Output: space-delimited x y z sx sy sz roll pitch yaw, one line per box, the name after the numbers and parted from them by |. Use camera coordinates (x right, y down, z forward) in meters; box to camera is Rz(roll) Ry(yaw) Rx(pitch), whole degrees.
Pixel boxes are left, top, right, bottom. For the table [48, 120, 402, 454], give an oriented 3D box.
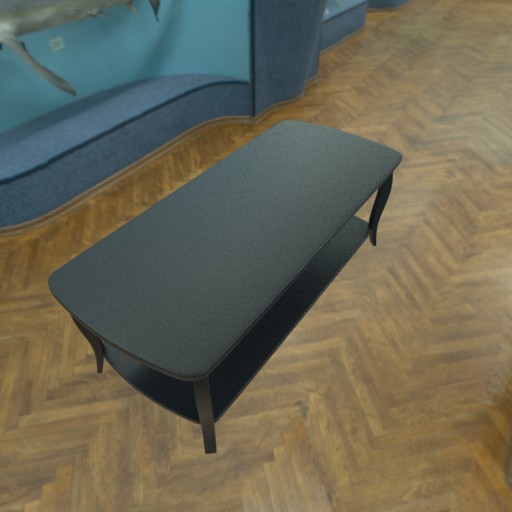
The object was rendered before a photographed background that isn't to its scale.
0.000 0.000 1.643 0.571 0.457 1.333 25 47 25 | table
